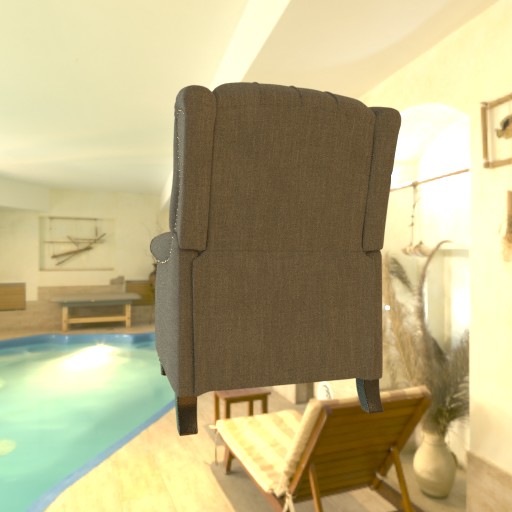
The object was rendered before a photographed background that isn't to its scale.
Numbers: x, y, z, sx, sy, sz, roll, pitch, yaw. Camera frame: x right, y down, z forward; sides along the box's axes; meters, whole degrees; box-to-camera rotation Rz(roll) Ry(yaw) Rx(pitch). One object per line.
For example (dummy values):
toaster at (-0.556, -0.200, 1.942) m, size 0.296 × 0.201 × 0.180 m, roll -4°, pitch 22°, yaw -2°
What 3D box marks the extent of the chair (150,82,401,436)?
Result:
chair at (0.000, 0.000, 1.680) m, size 0.742 × 1.035 × 0.898 m, roll 0°, pitch 0°, yaw -17°
